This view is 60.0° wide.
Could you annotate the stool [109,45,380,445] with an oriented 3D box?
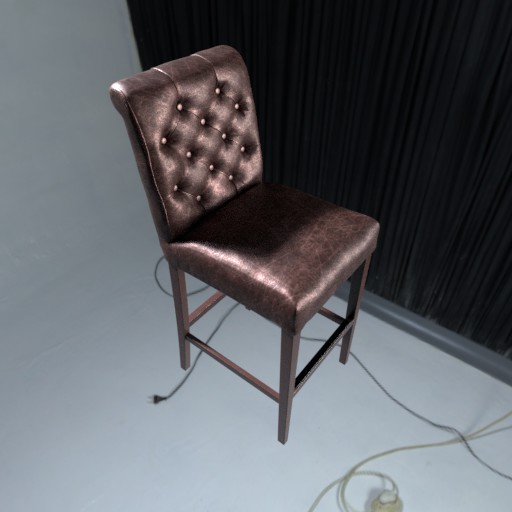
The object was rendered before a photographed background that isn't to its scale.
[{"bbox_3d":[0.000,0.000,1.512,0.659,1.168,0.483,27,48,28],"label":"stool"}]
